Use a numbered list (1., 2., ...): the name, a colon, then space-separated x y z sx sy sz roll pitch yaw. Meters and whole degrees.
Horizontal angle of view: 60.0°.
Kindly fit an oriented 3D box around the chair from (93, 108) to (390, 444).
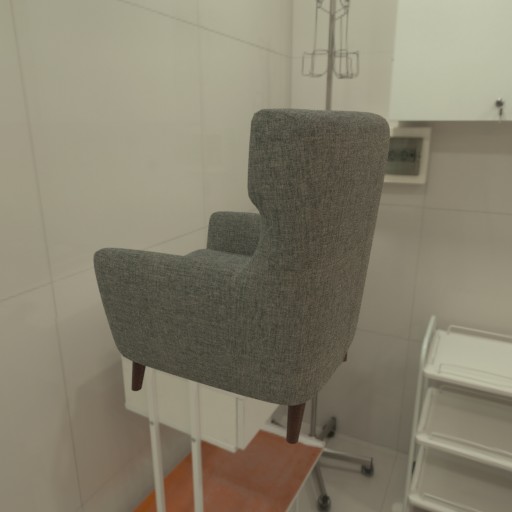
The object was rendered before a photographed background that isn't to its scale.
1. chair: 0.000 0.000 1.727 0.904 1.063 0.878 8 18 26
